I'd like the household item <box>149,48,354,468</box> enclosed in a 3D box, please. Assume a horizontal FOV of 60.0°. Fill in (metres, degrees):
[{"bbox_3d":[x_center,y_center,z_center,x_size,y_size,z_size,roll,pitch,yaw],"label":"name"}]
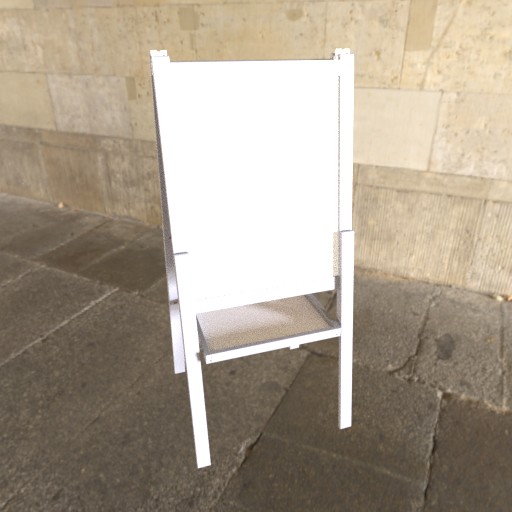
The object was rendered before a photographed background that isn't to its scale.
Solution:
[{"bbox_3d":[0.000,0.000,1.387,0.531,1.172,0.469,-8,27,-16],"label":"household item"}]
